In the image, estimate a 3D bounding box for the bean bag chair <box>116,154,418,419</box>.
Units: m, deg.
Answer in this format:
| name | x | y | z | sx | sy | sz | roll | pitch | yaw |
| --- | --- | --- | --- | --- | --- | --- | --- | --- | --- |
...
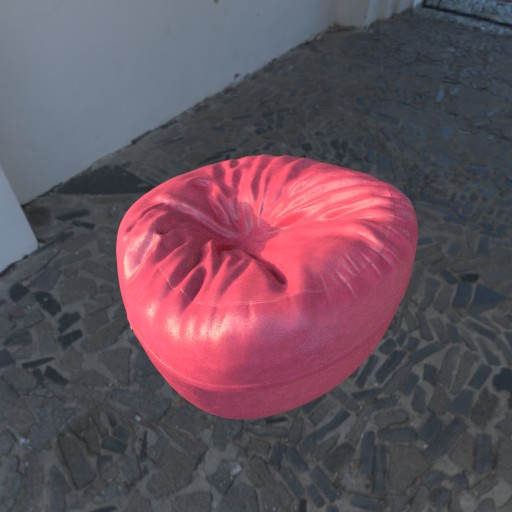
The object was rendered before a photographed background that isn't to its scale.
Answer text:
| name | x | y | z | sx | sy | sz | roll | pitch | yaw |
| --- | --- | --- | --- | --- | --- | --- | --- | --- | --- |
| bean bag chair | 0.000 | 0.000 | 2.379 | 1.524 | 0.878 | 1.524 | -31 | 53 | -27 |
